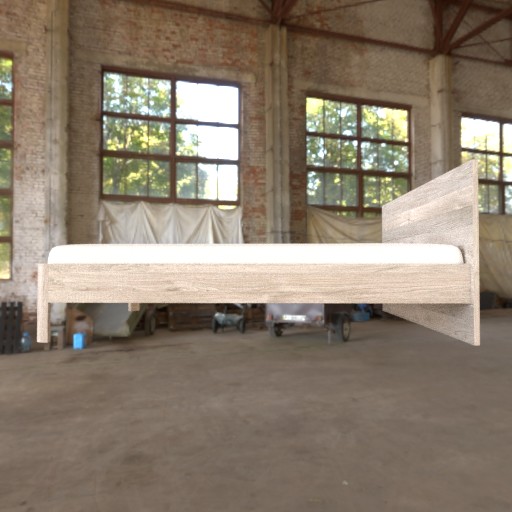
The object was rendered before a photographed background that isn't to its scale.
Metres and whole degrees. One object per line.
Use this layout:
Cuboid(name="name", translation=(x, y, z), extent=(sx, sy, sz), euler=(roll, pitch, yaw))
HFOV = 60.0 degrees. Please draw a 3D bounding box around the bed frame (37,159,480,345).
Cuboid(name="bed frame", translation=(0.000, 0.000, 2.671), extent=(1.950, 0.800, 1.490), euler=(0, -1, 1))
